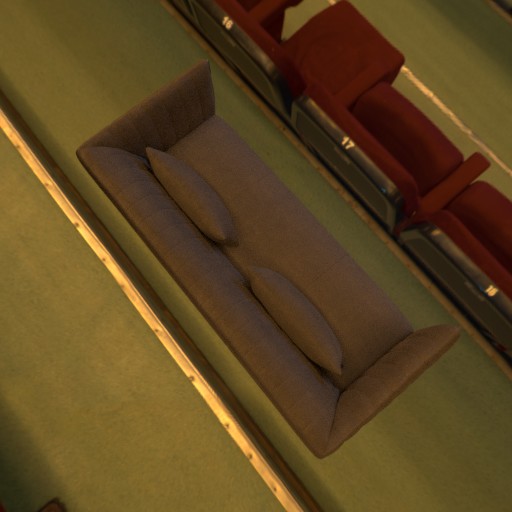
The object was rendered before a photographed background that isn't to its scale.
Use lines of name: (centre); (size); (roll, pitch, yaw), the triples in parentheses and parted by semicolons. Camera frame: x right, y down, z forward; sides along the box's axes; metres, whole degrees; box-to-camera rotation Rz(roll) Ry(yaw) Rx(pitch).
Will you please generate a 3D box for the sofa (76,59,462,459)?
sofa: (0.000, 0.000, 2.485); (0.876, 0.780, 1.980); (-39, 78, -10)
